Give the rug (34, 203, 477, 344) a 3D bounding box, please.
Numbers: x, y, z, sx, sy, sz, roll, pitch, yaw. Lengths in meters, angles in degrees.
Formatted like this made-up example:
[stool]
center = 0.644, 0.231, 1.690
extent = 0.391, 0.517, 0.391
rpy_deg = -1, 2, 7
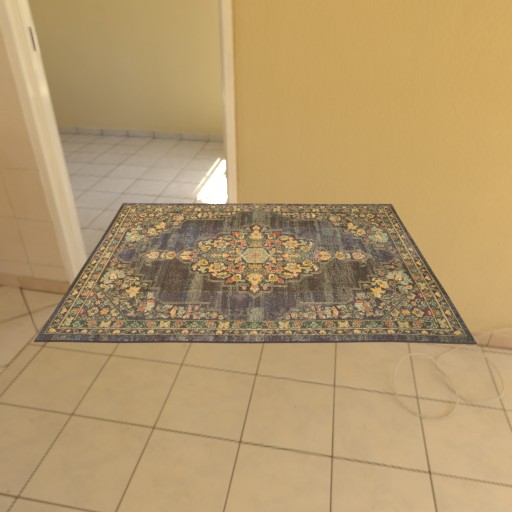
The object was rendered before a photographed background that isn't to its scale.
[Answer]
[rug]
center = 0.000, 0.000, 4.760
extent = 3.612, 0.035, 2.716
rpy_deg = 0, 31, 0
